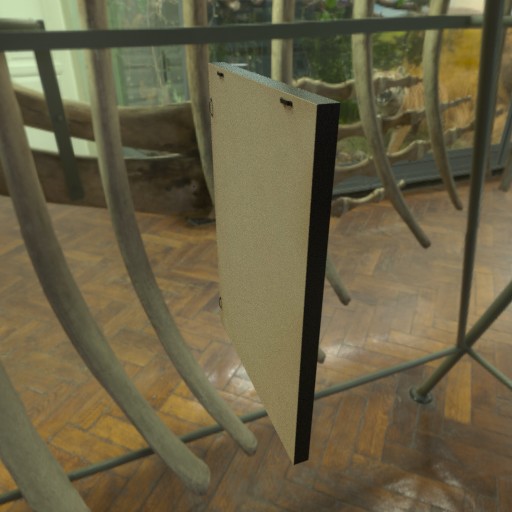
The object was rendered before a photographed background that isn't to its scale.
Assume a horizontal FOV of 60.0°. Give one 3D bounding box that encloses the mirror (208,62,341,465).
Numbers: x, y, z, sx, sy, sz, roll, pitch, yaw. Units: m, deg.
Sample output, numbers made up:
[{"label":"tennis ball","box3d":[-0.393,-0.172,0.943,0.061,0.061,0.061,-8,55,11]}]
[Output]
[{"label":"mirror","box3d":[0.000,0.000,0.942,0.039,0.710,0.507,-11,31,-18]}]
